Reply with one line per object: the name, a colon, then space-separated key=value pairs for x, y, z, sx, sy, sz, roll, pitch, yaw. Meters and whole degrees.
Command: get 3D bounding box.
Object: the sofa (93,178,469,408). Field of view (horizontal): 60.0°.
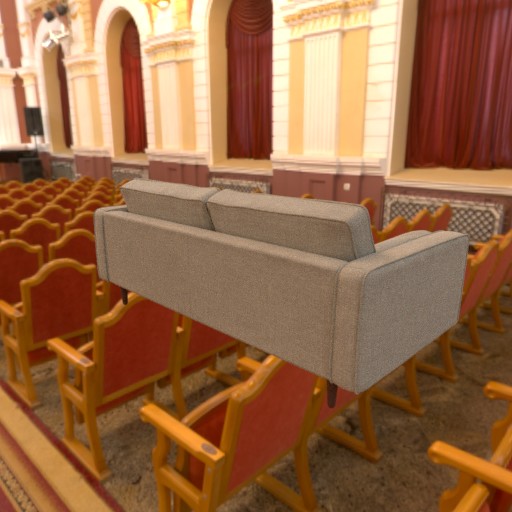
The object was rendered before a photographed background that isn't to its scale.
sofa: x=0.000 y=0.000 z=2.368 sx=1.879 sy=0.762 sz=0.914 roll=14 pitch=21 yaw=43
